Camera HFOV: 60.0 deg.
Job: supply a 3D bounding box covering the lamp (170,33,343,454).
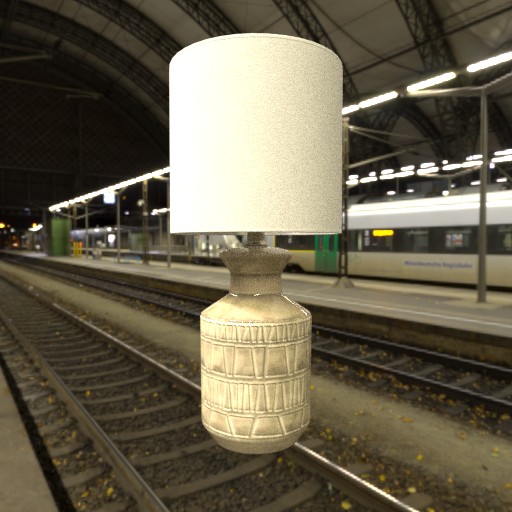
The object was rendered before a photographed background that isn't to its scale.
[{"bbox_3d":[0.000,0.000,0.558,0.211,0.455,0.211,1,2,34],"label":"lamp"}]
